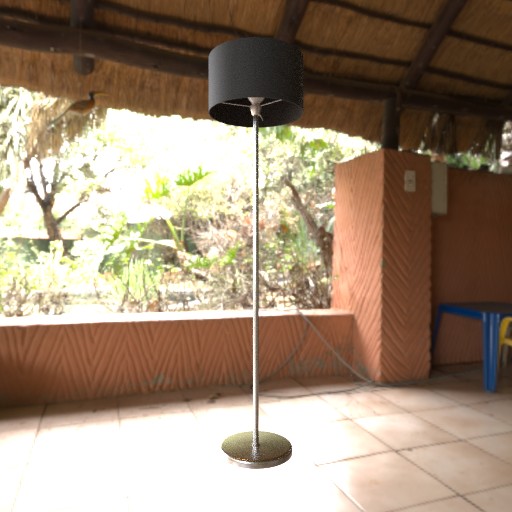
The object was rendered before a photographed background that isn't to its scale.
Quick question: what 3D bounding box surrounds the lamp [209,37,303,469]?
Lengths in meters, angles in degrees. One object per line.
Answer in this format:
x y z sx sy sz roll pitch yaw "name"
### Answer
0.000 0.000 1.634 0.348 1.443 0.348 0 0 -20 "lamp"
